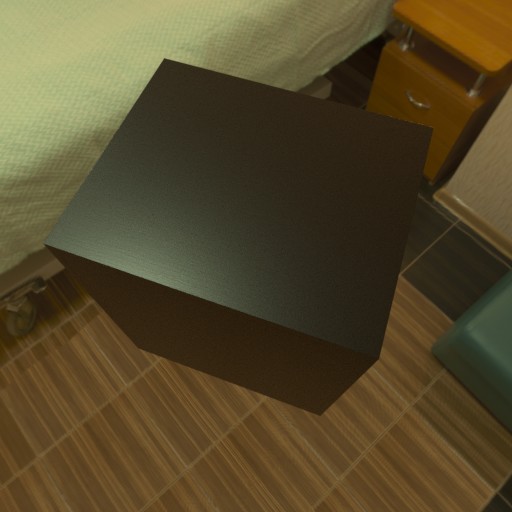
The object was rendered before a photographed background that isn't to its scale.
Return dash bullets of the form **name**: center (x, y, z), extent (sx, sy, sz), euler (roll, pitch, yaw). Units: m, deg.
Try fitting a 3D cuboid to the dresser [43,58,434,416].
- **dresser**: center (0.000, 0.000, 0.774), extent (0.400, 0.470, 0.360), euler (18, 65, 9)
